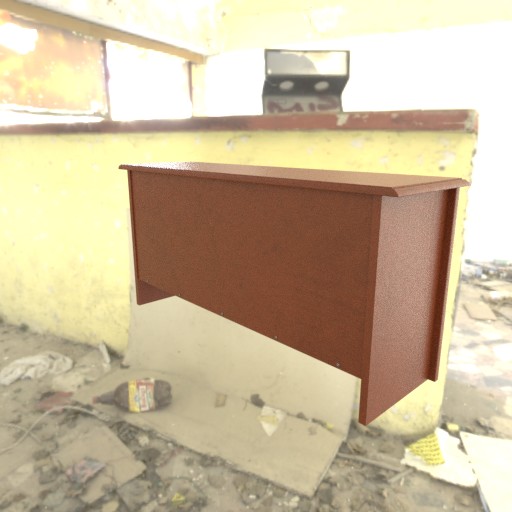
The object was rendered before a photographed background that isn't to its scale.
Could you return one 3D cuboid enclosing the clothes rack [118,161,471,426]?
[{"bbox_3d":[0.000,0.000,1.548,0.362,0.594,1.251,-13,20,-41],"label":"clothes rack"}]
